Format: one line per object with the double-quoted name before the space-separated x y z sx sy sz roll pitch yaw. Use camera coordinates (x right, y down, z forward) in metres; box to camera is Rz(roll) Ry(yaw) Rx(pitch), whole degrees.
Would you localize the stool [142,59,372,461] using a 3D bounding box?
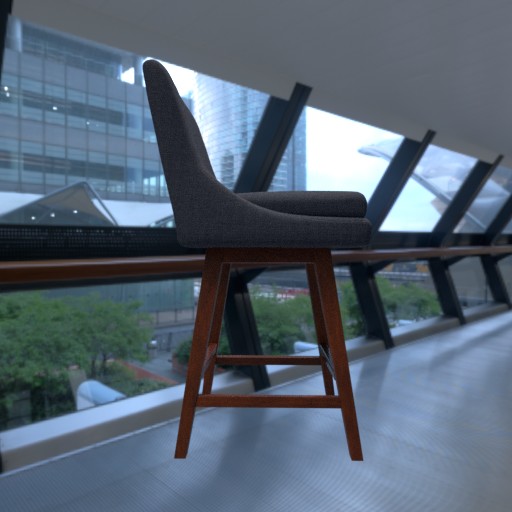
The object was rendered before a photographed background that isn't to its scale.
"stool" 0.000 0.000 1.187 0.524 0.895 0.467 0 1 2
